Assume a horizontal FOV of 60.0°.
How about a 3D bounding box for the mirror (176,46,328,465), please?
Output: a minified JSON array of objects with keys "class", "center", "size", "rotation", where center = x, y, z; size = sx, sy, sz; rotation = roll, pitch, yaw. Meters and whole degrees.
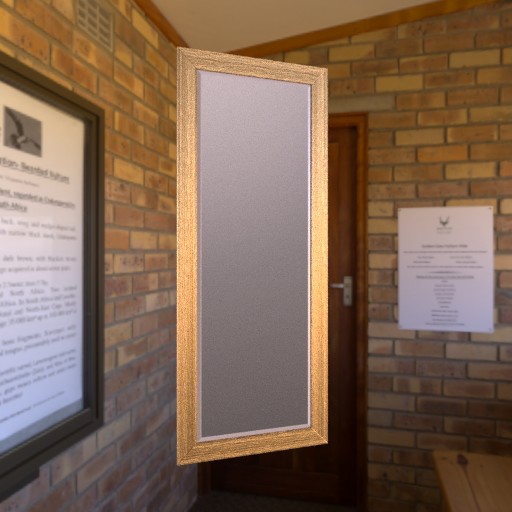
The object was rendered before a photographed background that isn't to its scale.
[{"class":"mirror","center":[0.000,0.000,2.289],"size":[0.812,2.031,0.025],"rotation":[0,0,-18]}]
